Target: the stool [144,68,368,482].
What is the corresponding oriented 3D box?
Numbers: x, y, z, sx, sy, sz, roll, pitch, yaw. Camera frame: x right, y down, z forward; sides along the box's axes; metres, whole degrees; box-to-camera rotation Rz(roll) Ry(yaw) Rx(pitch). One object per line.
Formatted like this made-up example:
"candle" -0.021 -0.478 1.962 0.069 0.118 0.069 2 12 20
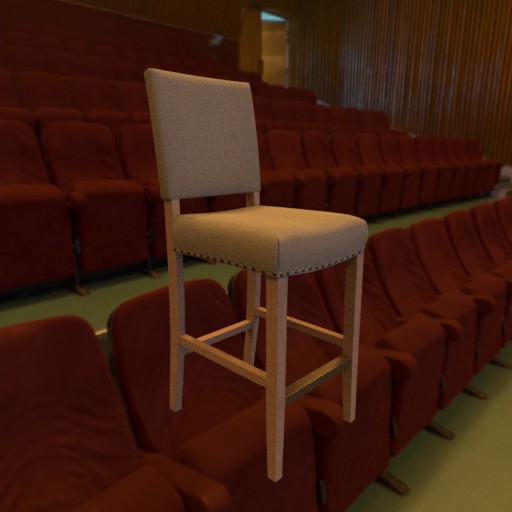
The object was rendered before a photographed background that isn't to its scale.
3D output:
"stool" 0.000 0.000 1.474 0.585 1.173 0.445 12 18 42
